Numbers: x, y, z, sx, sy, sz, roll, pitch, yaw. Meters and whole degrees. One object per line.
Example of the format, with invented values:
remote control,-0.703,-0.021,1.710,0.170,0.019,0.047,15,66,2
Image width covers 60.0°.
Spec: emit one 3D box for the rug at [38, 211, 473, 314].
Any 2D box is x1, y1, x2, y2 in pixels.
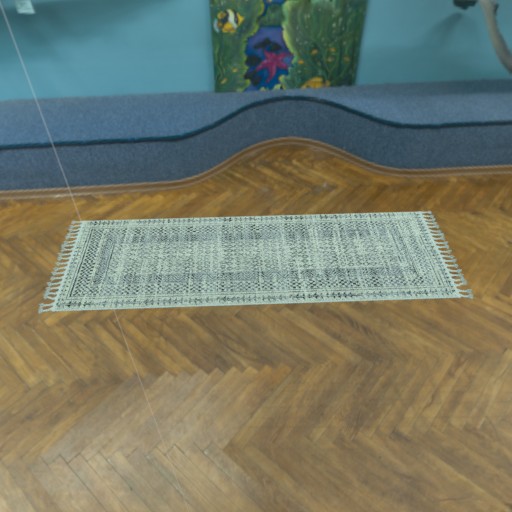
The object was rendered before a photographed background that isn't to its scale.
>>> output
rug,0.000,0.000,2.760,2.480,0.013,0.786,-2,45,-2
